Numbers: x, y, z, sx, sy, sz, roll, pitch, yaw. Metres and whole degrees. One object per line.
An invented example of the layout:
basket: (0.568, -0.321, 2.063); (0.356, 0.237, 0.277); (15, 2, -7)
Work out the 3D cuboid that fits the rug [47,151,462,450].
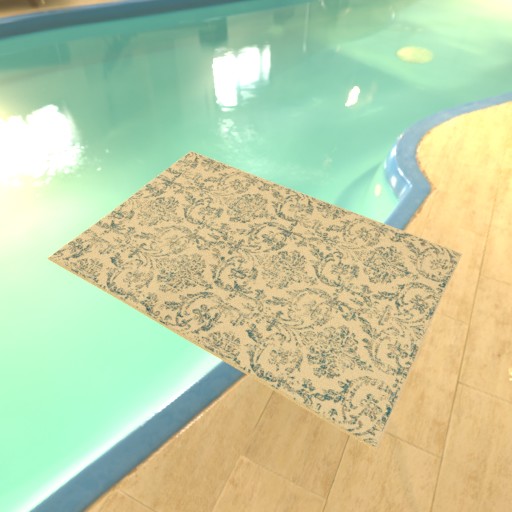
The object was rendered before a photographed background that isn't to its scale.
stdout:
rug: (0.000, 0.000, 3.511); (2.746, 0.018, 1.819); (25, 51, 22)
